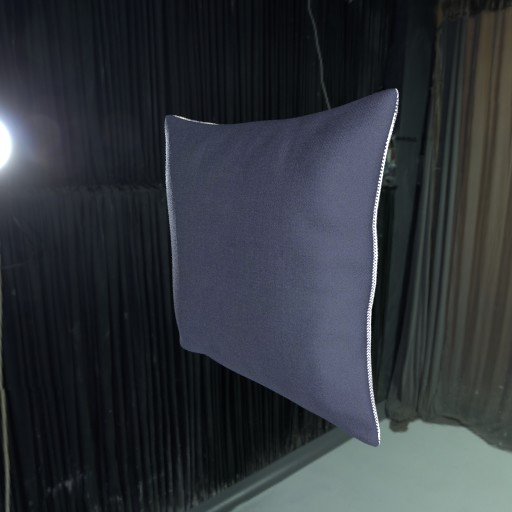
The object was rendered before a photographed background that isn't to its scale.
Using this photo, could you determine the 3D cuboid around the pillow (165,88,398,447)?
[{"bbox_3d":[0.000,0.000,0.785,0.166,0.508,0.520,-12,17,-42],"label":"pillow"}]
